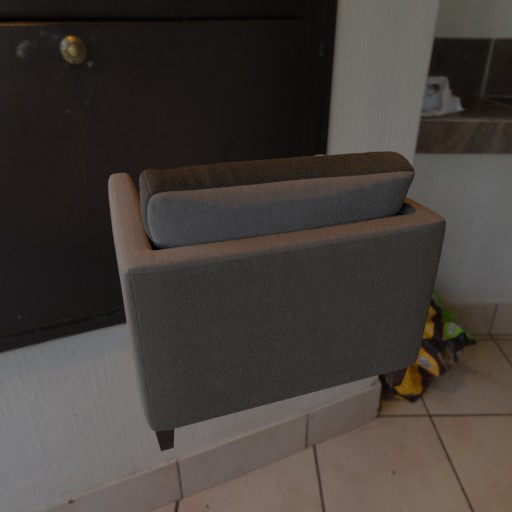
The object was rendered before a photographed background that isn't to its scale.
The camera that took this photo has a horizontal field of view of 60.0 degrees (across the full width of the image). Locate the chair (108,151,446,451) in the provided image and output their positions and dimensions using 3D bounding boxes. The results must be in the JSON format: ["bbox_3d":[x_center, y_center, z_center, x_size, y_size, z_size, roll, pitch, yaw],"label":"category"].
[{"bbox_3d":[0.000,0.000,1.864,1.107,0.963,0.959,-9,29,-17],"label":"chair"}]
